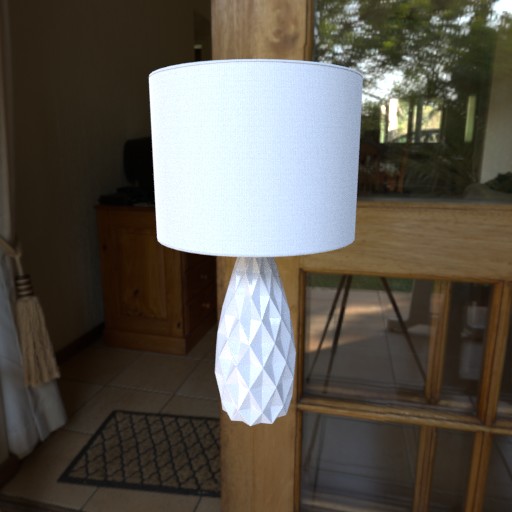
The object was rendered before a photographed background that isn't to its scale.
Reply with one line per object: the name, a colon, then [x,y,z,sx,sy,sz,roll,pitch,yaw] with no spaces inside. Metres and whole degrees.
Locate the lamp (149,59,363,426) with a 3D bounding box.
lamp: [0.000,0.000,0.689,0.297,0.522,0.297,0,13,0]
